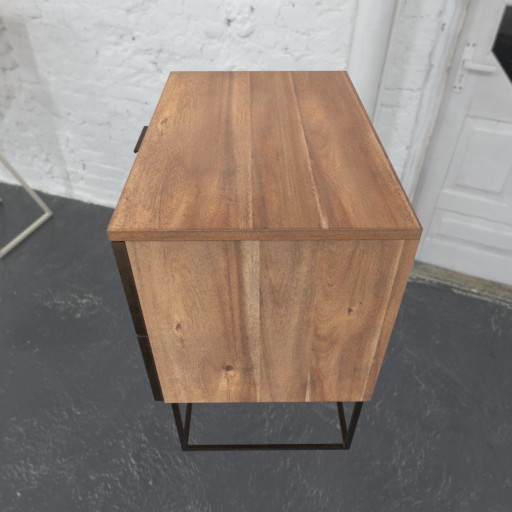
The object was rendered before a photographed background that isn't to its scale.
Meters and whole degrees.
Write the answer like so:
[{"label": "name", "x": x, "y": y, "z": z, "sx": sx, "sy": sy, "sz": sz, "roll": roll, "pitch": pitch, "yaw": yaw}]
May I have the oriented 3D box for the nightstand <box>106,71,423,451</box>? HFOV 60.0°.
[{"label": "nightstand", "x": 0.000, "y": 0.000, "z": 0.997, "sx": 0.427, "sy": 0.611, "sz": 0.605, "roll": 0, "pitch": 41, "yaw": 0}]
